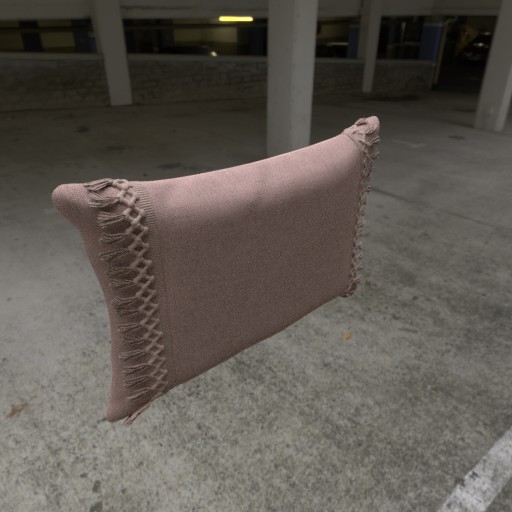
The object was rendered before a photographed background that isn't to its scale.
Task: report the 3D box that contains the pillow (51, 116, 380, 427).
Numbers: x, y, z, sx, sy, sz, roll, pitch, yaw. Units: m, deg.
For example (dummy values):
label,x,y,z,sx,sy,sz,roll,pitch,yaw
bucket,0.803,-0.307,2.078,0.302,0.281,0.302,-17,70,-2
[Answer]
label,x,y,z,sx,sy,sz,roll,pitch,yaw
pillow,0.000,0.000,0.589,0.466,0.305,0.084,-22,36,-34
